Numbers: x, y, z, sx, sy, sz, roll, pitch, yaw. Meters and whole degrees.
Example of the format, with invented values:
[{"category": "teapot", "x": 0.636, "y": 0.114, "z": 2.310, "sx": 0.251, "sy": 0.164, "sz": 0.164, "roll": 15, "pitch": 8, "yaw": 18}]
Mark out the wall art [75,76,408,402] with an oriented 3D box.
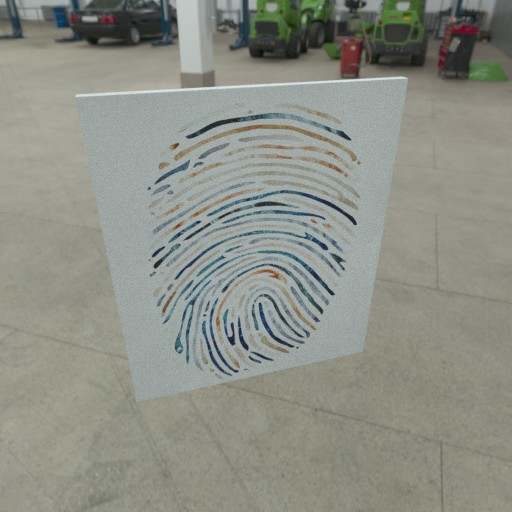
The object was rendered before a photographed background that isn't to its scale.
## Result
[{"category": "wall art", "x": 0.000, "y": 0.000, "z": 0.974, "sx": 0.609, "sy": 0.710, "sz": 0.021, "roll": -9, "pitch": 32, "yaw": -14}]
